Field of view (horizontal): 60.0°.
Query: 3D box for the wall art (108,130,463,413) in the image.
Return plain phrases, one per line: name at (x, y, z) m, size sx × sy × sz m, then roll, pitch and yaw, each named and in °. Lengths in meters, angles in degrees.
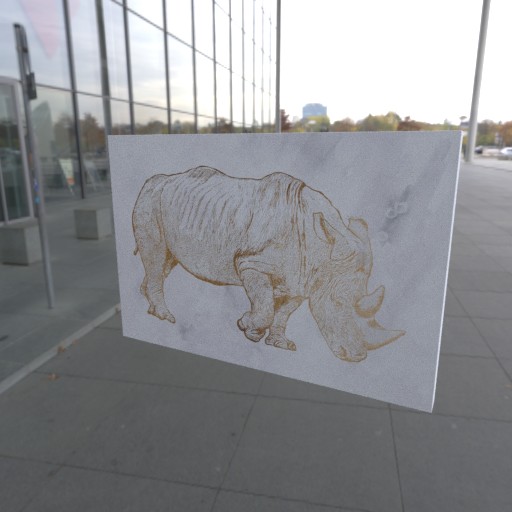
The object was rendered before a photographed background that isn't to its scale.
wall art at (0.000, 0.000, 0.765) m, size 0.609 × 0.407 × 0.038 m, roll 7°, pitch 16°, yaw 26°
